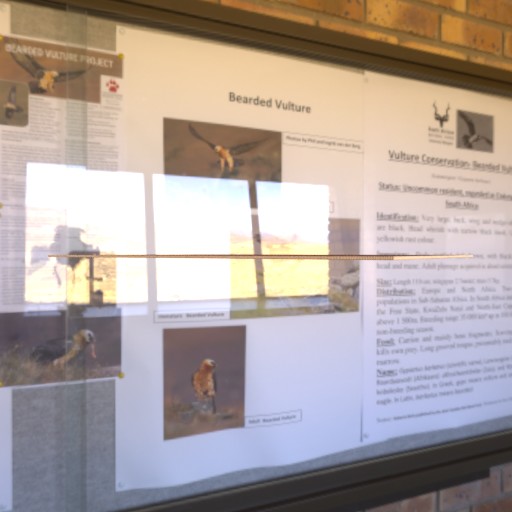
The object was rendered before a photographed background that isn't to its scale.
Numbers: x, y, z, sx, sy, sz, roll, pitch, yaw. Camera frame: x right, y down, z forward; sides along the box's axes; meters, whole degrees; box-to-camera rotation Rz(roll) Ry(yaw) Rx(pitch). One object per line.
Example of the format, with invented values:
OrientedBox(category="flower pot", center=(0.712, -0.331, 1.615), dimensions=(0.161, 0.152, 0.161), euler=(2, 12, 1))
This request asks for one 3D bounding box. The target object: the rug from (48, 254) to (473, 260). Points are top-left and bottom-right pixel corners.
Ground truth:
OrientedBox(category="rug", center=(0.000, 0.000, 2.851), dimensions=(2.290, 0.014, 1.526), euler=(0, 0, 36))
